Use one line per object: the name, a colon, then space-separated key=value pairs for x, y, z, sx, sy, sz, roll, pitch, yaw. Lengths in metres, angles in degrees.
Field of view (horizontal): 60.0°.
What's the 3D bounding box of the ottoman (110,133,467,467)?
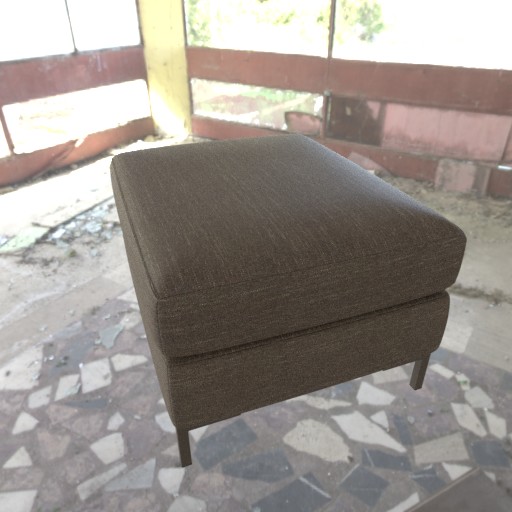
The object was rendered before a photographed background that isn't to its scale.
ottoman: x=0.000 y=0.000 z=1.217 sx=0.671 sy=0.490 sz=0.820 roll=-11 pitch=32 yaw=-18
